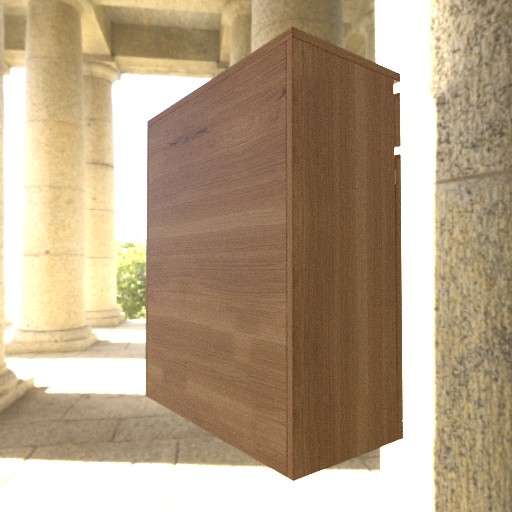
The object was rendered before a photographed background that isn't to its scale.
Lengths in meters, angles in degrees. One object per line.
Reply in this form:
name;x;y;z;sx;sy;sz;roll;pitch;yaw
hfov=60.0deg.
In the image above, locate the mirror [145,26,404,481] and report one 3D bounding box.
mirror;0.000;0.000;1.411;0.400;1.000;0.800;1;-2;-37
